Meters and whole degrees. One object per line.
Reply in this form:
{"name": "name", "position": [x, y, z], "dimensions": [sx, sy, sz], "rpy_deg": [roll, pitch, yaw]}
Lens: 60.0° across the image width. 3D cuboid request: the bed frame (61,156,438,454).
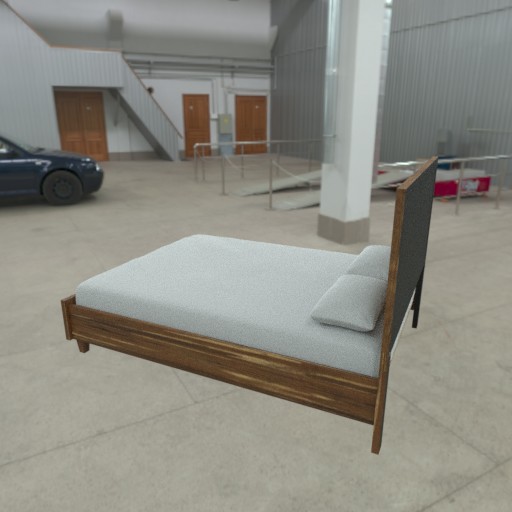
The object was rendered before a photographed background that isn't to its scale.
{"name": "bed frame", "position": [0.000, 0.000, 3.339], "dimensions": [2.276, 1.417, 1.696], "rpy_deg": [8, 20, 25]}
